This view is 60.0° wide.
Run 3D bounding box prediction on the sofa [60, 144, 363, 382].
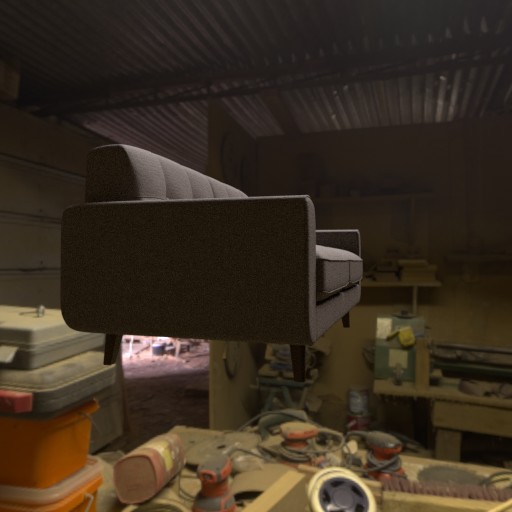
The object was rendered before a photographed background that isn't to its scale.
[{"bbox_3d":[0.000,0.000,2.171,0.909,0.841,1.631,0,-1,18],"label":"sofa"}]
